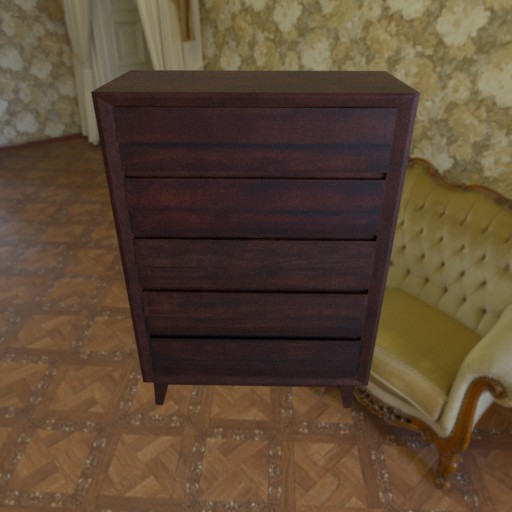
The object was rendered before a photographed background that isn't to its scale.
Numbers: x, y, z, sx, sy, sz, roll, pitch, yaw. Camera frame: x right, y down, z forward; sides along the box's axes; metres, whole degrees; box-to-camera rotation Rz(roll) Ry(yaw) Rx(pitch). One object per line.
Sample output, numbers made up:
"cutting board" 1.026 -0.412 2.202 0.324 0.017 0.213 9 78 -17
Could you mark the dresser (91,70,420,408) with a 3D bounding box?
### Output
"dresser" 0.000 0.000 2.031 1.072 1.514 0.506 1 30 1
